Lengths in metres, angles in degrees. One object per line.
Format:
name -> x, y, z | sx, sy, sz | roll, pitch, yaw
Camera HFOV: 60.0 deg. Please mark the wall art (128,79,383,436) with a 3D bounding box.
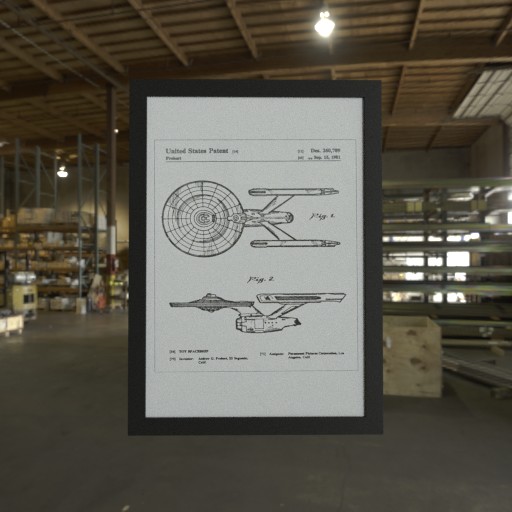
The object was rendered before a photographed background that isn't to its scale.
wall art -> 0.000, 0.000, 0.665 | 0.379, 0.530, 0.008 | 0, -1, -1
